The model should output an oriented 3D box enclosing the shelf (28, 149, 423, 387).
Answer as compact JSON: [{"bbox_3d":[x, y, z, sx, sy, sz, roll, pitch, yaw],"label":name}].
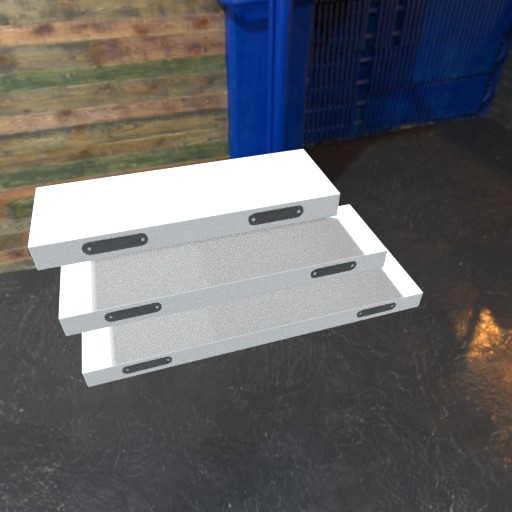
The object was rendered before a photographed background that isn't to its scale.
[{"bbox_3d":[0.000,0.000,0.740,0.610,0.293,0.140,-11,42,-13],"label":"shelf"}]
